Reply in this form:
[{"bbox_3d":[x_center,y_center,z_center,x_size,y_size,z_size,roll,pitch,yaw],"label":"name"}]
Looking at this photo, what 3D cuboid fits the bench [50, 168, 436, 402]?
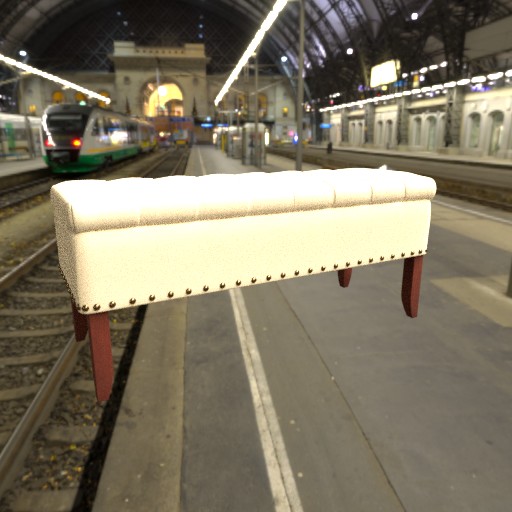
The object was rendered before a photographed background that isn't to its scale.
[{"bbox_3d":[0.000,0.000,1.316,1.054,0.470,0.400,-8,17,-28],"label":"bench"}]
